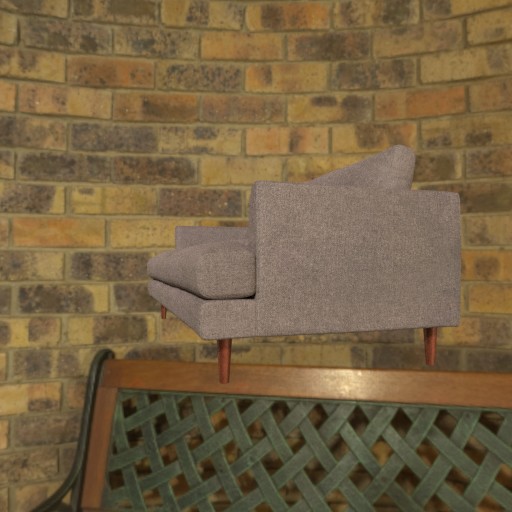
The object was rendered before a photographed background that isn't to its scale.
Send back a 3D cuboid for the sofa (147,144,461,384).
[{"bbox_3d":[0.000,0.000,2.434,1.020,0.868,1.948,0,-1,-18],"label":"sofa"}]
